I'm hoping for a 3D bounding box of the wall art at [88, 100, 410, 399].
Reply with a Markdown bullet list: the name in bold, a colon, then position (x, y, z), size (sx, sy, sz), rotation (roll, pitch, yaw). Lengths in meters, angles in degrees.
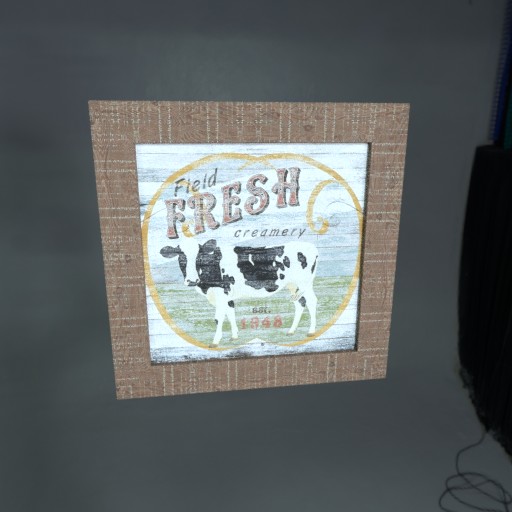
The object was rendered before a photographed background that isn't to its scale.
- **wall art**: position (0.000, 0.000, 0.810), size (0.531, 0.531, 0.029), rotation (-2, 16, -8)
